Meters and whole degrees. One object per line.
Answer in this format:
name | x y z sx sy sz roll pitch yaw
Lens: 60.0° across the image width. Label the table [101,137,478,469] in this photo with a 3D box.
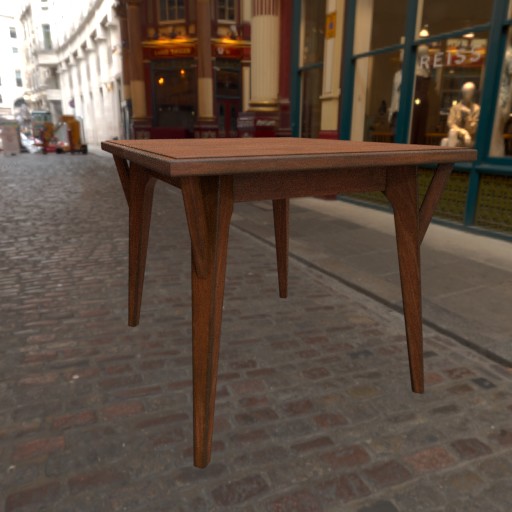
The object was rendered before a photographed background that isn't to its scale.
table | 0.000 0.000 1.544 0.838 0.761 0.991 -8 18 -25
